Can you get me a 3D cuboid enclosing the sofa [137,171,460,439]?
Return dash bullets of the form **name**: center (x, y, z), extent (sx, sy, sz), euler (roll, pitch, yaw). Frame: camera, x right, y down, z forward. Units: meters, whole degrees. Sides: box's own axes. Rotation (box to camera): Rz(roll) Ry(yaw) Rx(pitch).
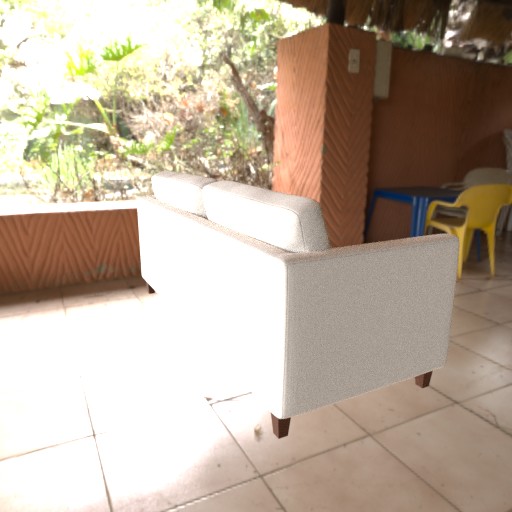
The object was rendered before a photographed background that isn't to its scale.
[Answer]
- **sofa**: center (0.000, 0.000, 2.650), extent (0.924, 0.933, 2.139), euler (-7, 16, -27)
